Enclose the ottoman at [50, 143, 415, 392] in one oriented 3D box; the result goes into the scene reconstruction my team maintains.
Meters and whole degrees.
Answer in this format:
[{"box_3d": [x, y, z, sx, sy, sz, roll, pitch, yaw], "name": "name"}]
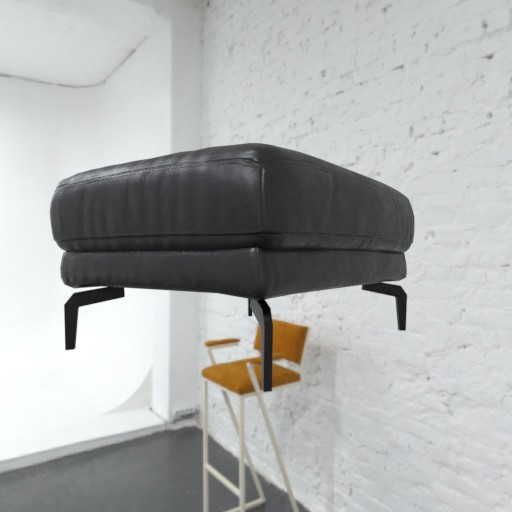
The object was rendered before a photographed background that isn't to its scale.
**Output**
[{"box_3d": [0.000, 0.000, 1.073, 0.570, 0.402, 0.764, 0, 0, 35], "name": "ottoman"}]
